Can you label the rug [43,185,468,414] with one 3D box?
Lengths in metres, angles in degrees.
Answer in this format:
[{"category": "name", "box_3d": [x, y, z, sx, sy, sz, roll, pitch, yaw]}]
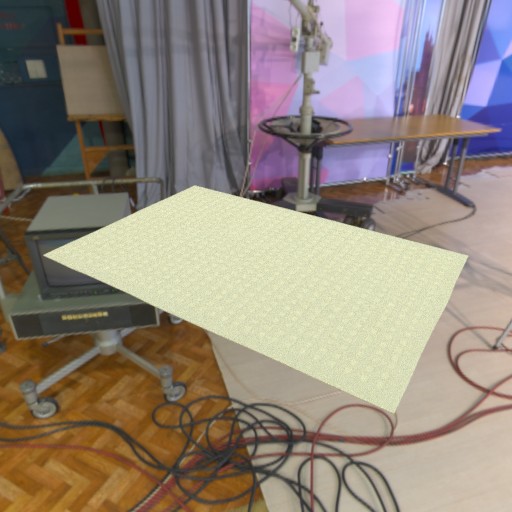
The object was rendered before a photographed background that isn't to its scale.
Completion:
[{"category": "rug", "box_3d": [0.000, 0.000, 2.166, 1.747, 0.006, 1.143, 18, 34, 28]}]
